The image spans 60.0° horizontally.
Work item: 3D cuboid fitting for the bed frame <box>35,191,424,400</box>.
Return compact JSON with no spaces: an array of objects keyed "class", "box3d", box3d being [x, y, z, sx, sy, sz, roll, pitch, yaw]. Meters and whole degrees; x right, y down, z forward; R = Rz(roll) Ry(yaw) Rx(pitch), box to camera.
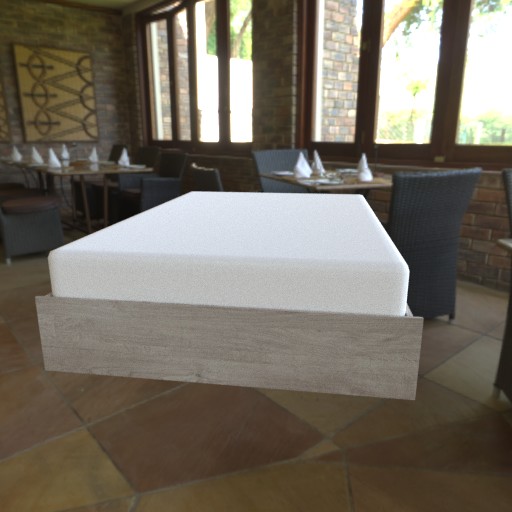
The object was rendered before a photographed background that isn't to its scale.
[{"class":"bed frame","box3d":[0.000,0.000,2.562,1.445,0.497,1.945,2,15,8]}]
